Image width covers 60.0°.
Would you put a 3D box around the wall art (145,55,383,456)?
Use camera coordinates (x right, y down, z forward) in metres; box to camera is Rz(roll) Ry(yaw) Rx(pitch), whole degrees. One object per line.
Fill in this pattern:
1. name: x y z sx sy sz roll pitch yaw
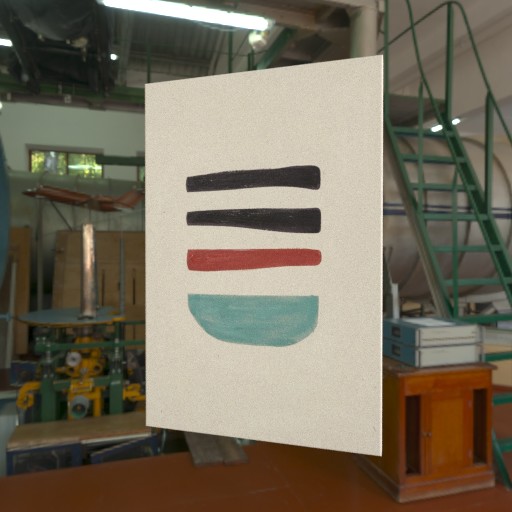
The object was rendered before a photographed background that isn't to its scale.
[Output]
1. wall art: 0.000 0.000 1.108 0.607 0.912 0.038 0 1 17
